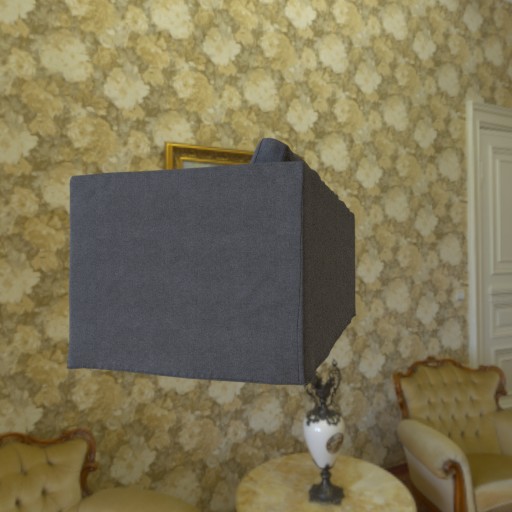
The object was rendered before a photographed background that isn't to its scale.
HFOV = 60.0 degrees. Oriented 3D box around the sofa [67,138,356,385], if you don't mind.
[{"bbox_3d":[0.000,0.000,2.474,0.953,0.855,1.982,0,0,17],"label":"sofa"}]
